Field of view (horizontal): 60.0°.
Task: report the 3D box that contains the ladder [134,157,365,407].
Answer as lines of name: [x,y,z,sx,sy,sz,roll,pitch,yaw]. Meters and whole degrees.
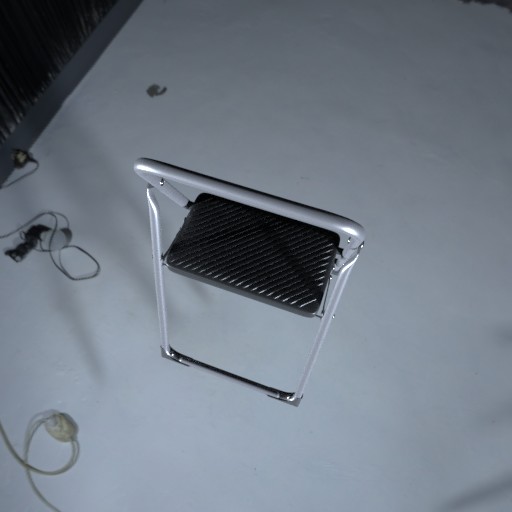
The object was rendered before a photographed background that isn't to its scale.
ladder: [0.000,0.000,1.033,0.430,0.720,0.472,18,65,9]
